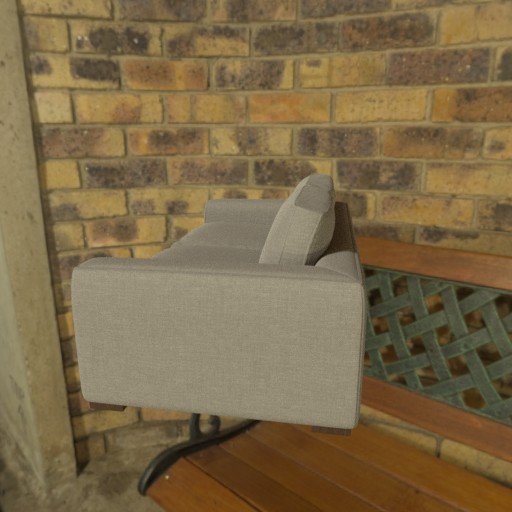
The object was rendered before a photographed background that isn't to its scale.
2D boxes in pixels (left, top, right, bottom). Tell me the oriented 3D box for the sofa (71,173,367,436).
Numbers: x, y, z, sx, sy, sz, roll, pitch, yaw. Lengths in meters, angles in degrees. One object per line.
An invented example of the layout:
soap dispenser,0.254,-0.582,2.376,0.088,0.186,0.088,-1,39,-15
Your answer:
sofa,0.000,0.000,2.424,1.069,0.800,1.920,3,15,9
